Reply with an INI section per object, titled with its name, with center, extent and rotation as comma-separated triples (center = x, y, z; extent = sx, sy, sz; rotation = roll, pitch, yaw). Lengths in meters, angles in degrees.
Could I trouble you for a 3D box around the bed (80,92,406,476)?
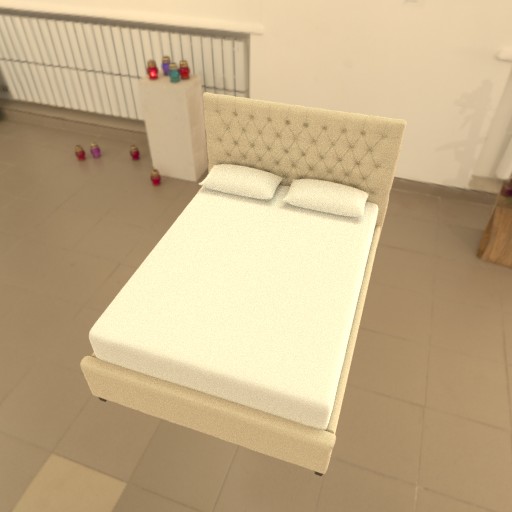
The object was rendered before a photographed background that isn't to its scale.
[bed]
center = 0.000, 0.000, 3.280
extent = 1.696, 1.426, 2.233
rotation = 13, 44, 14
